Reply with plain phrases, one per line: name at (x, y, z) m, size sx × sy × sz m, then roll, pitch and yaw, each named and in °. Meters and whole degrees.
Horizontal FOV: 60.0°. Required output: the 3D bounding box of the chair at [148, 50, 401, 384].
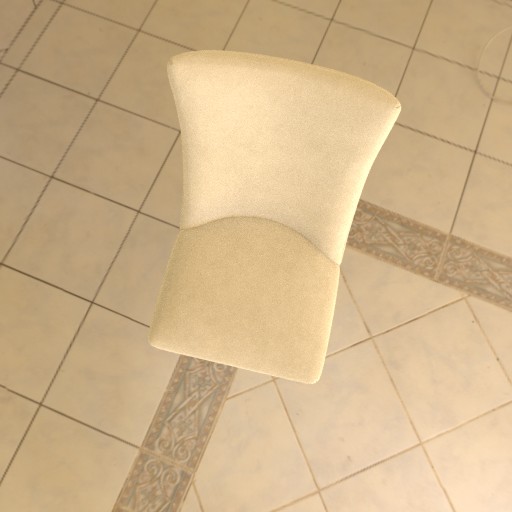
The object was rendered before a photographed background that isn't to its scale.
chair at (0.000, 0.000, 1.239) m, size 0.495 × 0.902 × 0.610 m, roll 12°, pitch 75°, yaw 3°
